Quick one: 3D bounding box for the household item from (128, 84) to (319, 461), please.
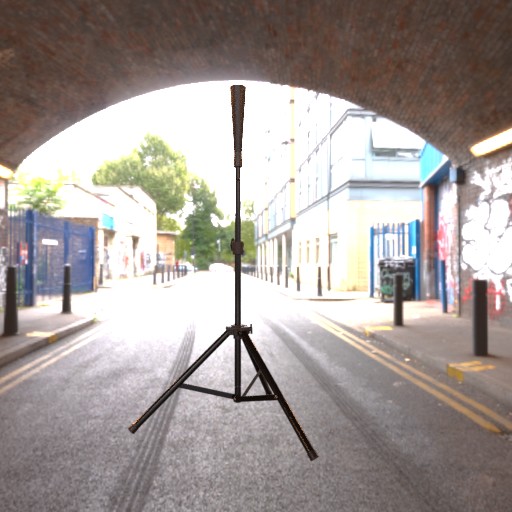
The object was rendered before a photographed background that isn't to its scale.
[{"bbox_3d":[0.000,0.000,1.403,0.559,1.067,0.559,-1,-1,35],"label":"household item"}]
